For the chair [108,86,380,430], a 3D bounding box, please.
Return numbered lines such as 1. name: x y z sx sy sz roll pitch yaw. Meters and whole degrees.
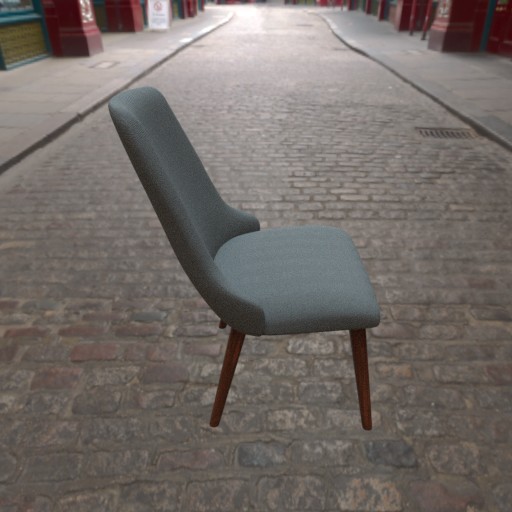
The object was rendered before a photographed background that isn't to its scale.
1. chair: 0.000 0.000 1.323 0.707 0.918 0.535 0 30 0
